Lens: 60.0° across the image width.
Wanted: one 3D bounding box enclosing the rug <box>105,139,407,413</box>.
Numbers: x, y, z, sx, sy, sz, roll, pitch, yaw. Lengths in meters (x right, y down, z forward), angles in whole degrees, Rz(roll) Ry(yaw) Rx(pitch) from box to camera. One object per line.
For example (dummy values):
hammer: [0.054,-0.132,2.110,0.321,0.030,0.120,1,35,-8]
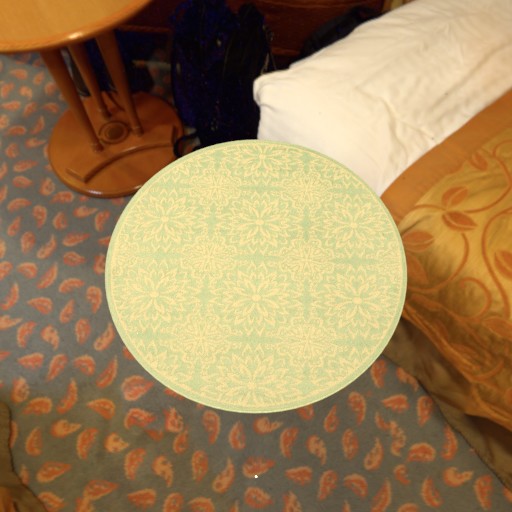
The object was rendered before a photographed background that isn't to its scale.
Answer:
rug: [0.000,0.000,2.363,1.593,0.012,1.593,0,64,0]
